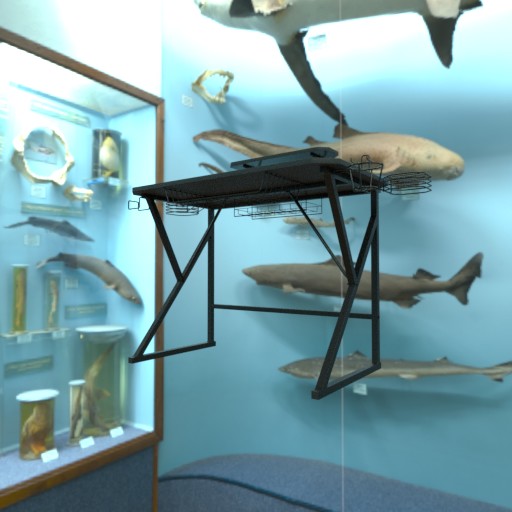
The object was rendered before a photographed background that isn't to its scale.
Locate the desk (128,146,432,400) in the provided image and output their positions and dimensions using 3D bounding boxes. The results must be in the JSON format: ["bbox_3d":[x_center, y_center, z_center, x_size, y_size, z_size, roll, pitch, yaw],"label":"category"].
[{"bbox_3d":[0.000,0.000,1.812,1.290,0.880,0.580,-1,-2,36],"label":"desk"}]
